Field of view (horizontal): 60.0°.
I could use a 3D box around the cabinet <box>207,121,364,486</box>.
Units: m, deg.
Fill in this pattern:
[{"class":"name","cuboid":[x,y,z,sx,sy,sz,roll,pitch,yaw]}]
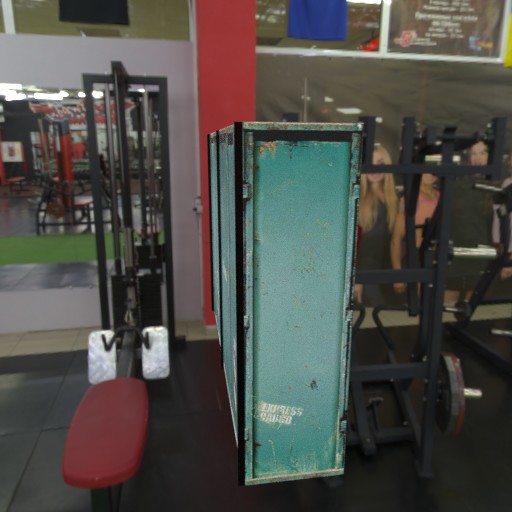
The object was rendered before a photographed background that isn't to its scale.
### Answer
[{"class":"cabinet","cuboid":[0.000,0.000,3.962,0.680,2.160,3.001,-2,14,-8]}]
